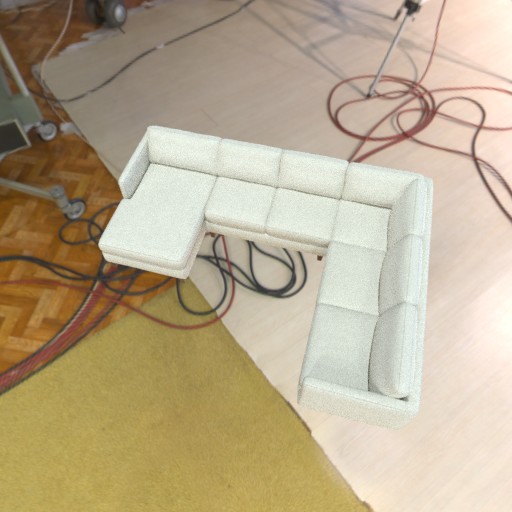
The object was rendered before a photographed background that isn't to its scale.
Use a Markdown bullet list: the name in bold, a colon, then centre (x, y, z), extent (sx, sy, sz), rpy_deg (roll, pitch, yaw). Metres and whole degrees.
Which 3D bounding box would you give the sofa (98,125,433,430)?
- **sofa**: centre (0.000, 0.000, 4.459), extent (3.238, 0.853, 2.551), rpy_deg (13, 58, 8)
